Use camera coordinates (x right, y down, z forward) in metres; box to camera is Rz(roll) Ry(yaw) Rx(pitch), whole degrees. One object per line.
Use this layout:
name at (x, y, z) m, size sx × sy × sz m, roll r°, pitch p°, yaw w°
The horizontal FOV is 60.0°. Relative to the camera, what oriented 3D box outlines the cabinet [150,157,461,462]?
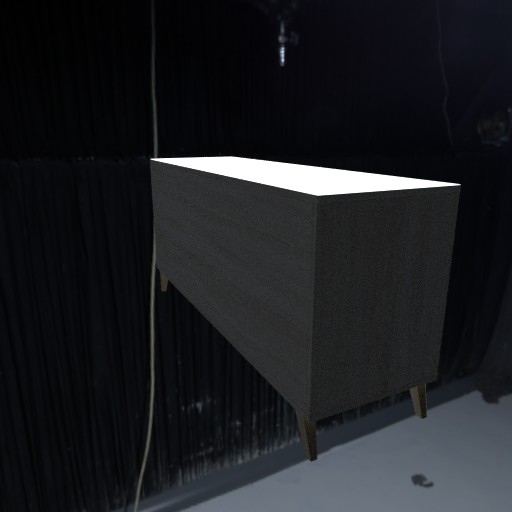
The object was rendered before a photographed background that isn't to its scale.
cabinet at (0.000, 0.000, 1.992) m, size 0.500 × 0.780 × 1.649 m, roll -8°, pitch 17°, yaw -26°
